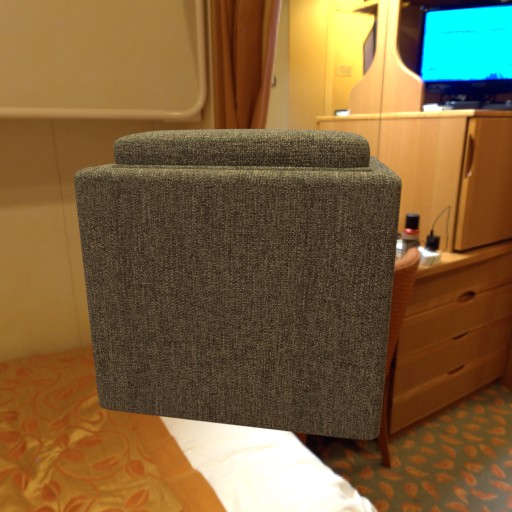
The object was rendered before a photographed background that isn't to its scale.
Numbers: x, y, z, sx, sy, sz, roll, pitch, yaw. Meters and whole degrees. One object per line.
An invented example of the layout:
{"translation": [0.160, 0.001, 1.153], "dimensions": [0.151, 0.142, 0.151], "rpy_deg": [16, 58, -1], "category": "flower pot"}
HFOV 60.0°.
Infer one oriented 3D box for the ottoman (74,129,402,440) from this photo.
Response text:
{"translation": [0.000, 0.000, 0.835], "dimensions": [0.450, 0.460, 0.450], "rpy_deg": [3, 16, 10], "category": "ottoman"}
